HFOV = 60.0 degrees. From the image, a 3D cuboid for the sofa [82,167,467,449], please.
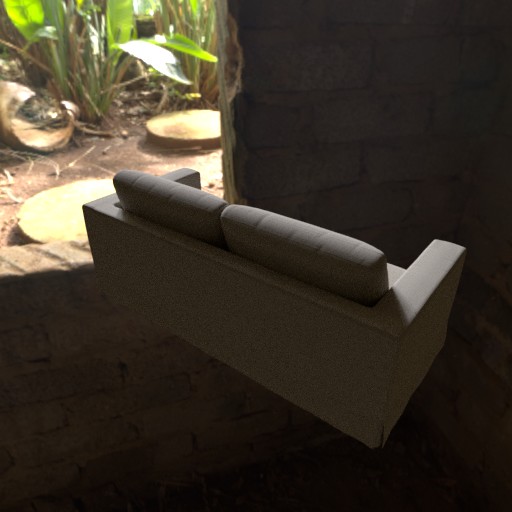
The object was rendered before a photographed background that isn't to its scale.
[{"bbox_3d":[0.000,0.000,2.706,2.163,0.881,0.954,21,36,32],"label":"sofa"}]
